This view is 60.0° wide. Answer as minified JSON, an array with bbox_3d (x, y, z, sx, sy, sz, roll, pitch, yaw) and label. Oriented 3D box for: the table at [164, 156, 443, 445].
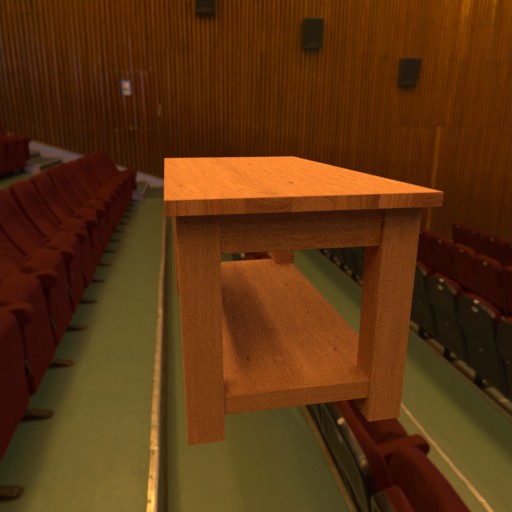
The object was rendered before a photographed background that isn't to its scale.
[{"bbox_3d":[0.000,0.000,1.171,0.450,0.452,0.899,-3,17,-11],"label":"table"}]
